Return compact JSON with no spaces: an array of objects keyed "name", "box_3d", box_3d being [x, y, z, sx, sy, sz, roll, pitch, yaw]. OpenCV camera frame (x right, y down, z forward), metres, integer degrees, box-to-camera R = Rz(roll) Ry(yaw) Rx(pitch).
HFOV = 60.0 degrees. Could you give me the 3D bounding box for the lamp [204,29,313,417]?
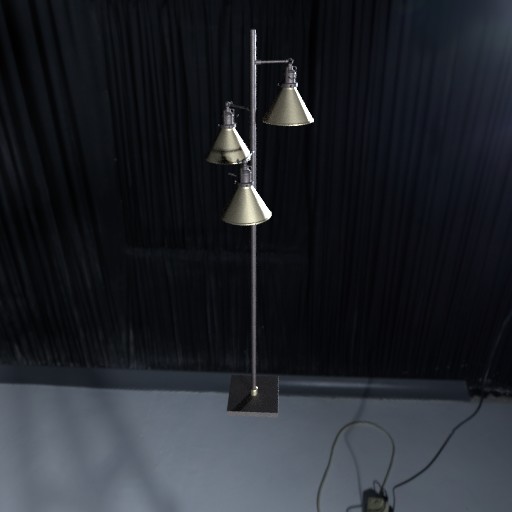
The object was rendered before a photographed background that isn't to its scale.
[{"name":"lamp","box_3d":[0.000,0.000,1.883,0.428,1.716,0.415,1,29,2]}]
